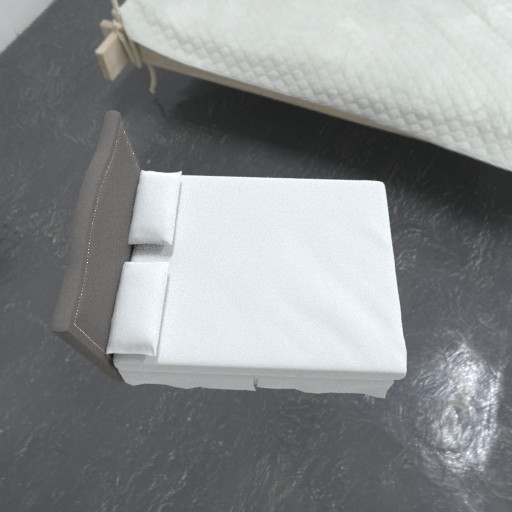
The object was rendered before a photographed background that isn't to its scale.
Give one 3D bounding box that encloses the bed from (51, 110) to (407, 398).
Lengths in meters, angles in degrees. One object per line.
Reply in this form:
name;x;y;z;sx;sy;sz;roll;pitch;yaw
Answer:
bed;0.000;0.000;3.437;2.282;1.436;1.821;2;63;1
